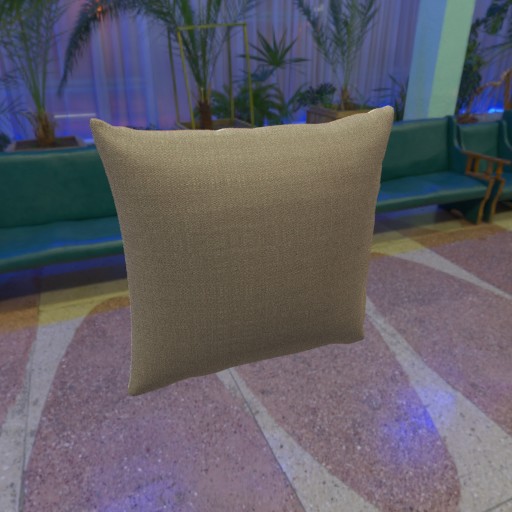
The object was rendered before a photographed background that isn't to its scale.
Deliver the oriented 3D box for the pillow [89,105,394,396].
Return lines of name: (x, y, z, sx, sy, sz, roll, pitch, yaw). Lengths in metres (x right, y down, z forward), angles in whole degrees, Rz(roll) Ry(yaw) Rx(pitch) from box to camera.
pillow: (0.000, 0.000, 0.819, 0.521, 0.519, 0.215, -9, 28, -18)
